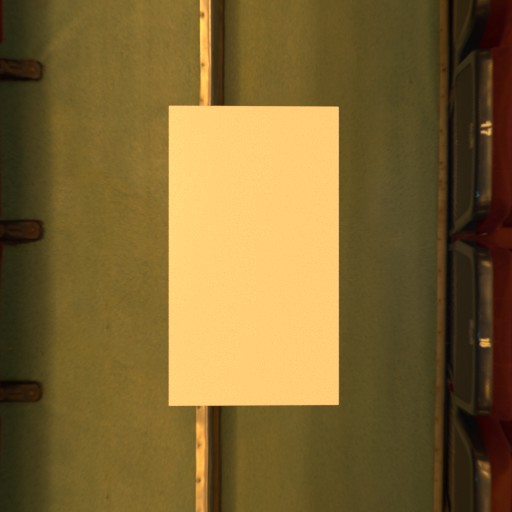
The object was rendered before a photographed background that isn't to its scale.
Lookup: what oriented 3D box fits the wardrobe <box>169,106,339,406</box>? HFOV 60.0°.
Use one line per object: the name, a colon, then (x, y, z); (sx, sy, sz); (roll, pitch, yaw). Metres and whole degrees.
wardrobe: (0.000, 0.000, 1.975); (0.470, 1.700, 0.760); (0, 90, -1)
